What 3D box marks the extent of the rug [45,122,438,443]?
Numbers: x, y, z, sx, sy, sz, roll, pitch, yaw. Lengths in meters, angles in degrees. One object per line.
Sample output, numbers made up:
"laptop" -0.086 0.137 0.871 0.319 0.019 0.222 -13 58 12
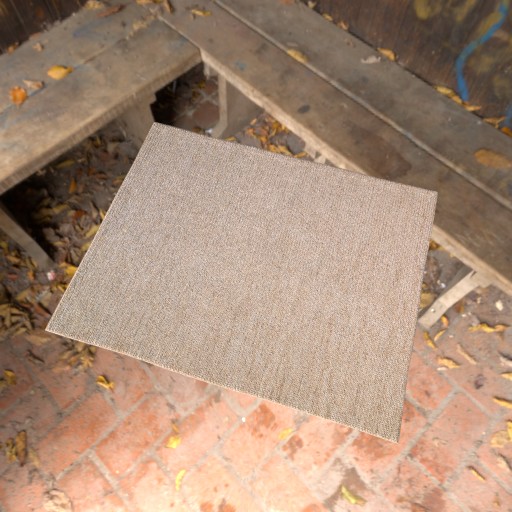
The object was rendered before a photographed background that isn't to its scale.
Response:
"rug" 0.000 0.000 4.091 3.034 0.012 2.406 16 66 7
